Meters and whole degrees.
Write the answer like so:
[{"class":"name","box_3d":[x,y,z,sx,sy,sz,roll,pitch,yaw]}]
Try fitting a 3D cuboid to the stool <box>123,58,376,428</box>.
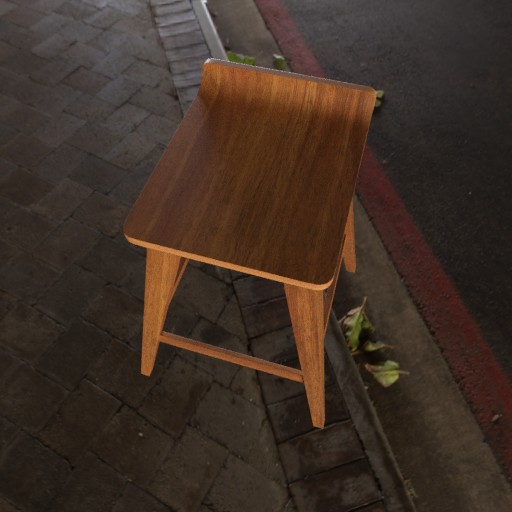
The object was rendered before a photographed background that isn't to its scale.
[{"class":"stool","box_3d":[0.000,0.000,1.014,0.500,0.650,0.500,14,58,9]}]
